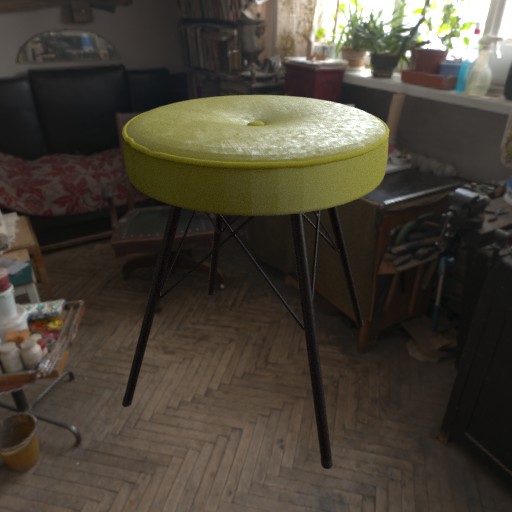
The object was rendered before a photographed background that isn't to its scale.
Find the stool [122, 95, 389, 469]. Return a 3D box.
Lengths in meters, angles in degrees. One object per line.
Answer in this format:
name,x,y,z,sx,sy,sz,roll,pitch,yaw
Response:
stool,0.000,0.000,0.812,0.409,0.508,0.409,10,32,17
